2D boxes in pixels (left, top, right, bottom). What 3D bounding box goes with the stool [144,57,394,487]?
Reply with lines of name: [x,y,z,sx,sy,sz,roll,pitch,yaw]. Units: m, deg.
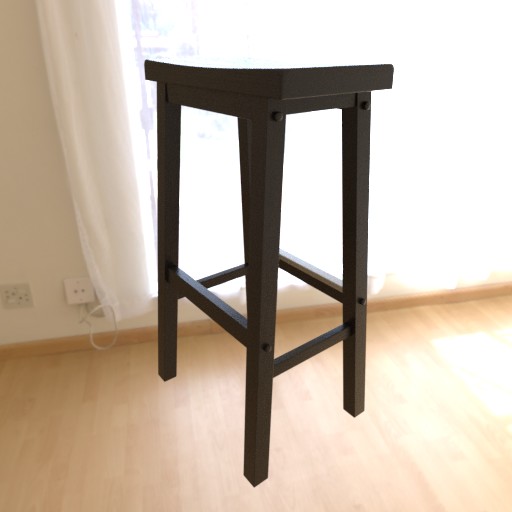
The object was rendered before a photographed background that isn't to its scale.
stool: [0.000,0.000,0.921,0.322,0.742,0.406,-19,31,-33]
